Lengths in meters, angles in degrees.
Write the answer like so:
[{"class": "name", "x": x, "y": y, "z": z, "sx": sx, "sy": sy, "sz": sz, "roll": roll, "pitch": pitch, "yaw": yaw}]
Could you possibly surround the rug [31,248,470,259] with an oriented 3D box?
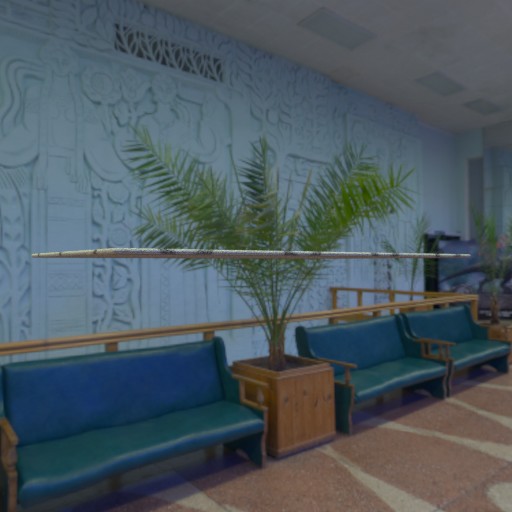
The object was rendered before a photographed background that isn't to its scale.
[{"class": "rug", "x": 0.000, "y": 0.000, "z": 3.258, "sx": 2.701, "sy": 0.026, "sz": 1.801, "roll": 1, "pitch": -1, "yaw": -36}]
